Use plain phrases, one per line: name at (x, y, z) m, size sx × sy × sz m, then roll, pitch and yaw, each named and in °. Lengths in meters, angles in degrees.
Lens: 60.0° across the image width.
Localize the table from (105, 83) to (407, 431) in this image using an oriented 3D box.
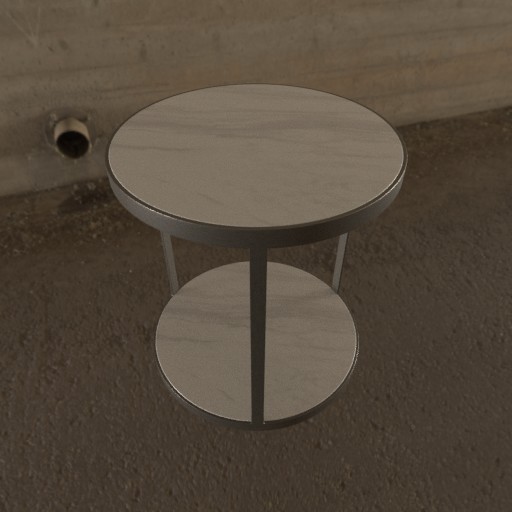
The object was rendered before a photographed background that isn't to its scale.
table at (0.000, 0.000, 0.831) m, size 0.445 × 0.479 × 0.445 m, roll 0°, pitch 42°, yaw 0°
